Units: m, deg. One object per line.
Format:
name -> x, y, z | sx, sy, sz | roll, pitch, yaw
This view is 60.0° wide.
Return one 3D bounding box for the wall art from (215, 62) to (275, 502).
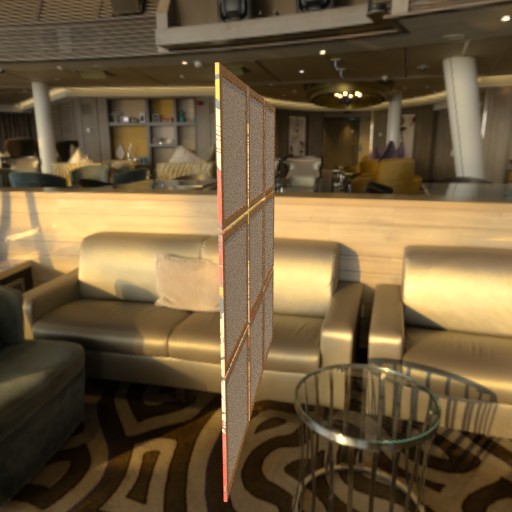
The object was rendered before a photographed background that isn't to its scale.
wall art -> 0.000, 0.000, 2.213 | 0.013, 1.534, 1.519 | 2, 14, 8
